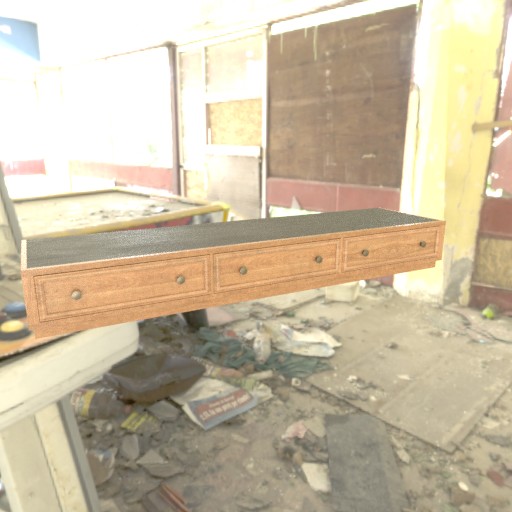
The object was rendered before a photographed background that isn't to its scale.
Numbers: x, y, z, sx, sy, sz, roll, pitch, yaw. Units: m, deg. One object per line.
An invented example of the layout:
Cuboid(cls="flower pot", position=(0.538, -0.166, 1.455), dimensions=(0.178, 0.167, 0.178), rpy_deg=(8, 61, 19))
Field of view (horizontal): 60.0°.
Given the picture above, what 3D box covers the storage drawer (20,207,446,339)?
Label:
Cuboid(cls="storage drawer", position=(0.000, 0.000, 2.187), dimensions=(2.032, 0.264, 0.538), rpy_deg=(-8, 17, -26))
